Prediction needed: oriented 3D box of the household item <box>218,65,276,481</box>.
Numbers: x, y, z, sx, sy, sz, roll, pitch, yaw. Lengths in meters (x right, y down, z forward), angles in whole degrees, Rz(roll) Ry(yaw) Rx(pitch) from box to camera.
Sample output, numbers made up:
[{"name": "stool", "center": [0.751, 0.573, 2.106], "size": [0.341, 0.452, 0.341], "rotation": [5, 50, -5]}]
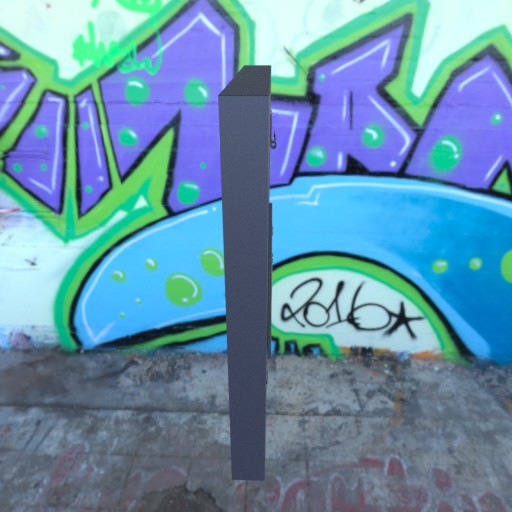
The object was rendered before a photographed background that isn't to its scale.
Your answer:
[{"name": "household item", "center": [0.000, 0.000, 0.235], "size": [0.022, 0.178, 0.133], "rotation": [1, 27, 2]}]
